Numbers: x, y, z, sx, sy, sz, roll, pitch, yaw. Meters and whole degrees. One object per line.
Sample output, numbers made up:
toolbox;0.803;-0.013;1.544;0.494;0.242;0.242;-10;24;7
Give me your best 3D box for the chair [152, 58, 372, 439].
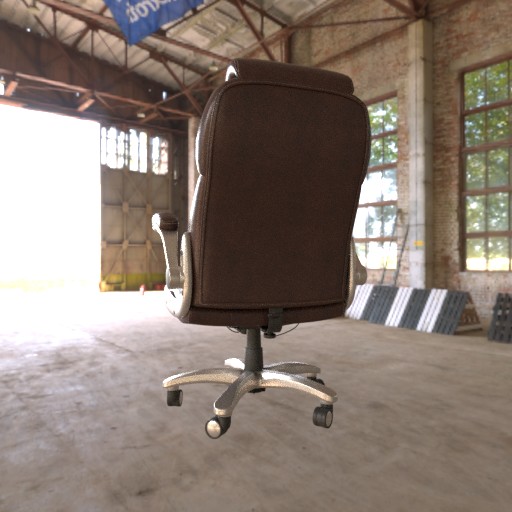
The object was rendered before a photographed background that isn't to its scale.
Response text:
chair;0.000;0.000;1.652;0.733;1.160;0.774;0;0;-19
